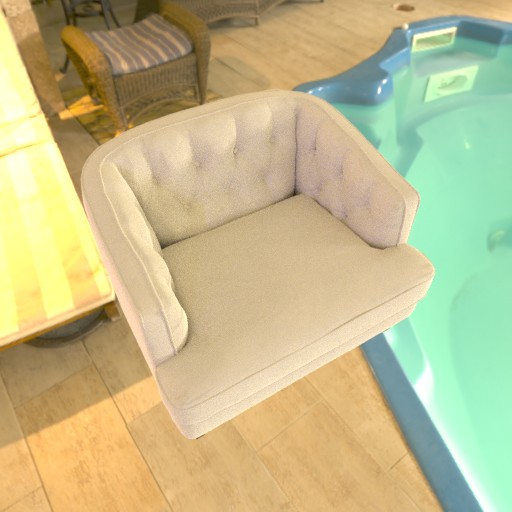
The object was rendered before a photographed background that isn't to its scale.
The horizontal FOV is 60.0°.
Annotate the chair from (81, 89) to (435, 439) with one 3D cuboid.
[{"bbox_3d":[0.000,0.000,1.763,1.104,0.852,0.941,-24,52,-20],"label":"chair"}]
